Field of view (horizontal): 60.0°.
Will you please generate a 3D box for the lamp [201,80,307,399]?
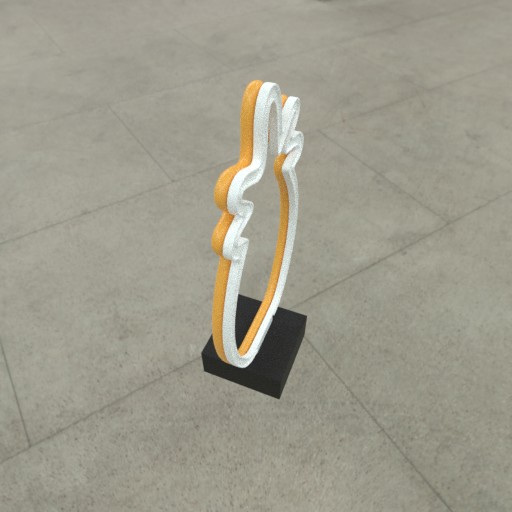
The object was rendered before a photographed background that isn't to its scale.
[{"bbox_3d":[0.000,0.000,0.392,0.088,0.317,0.167,16,48,15],"label":"lamp"}]
